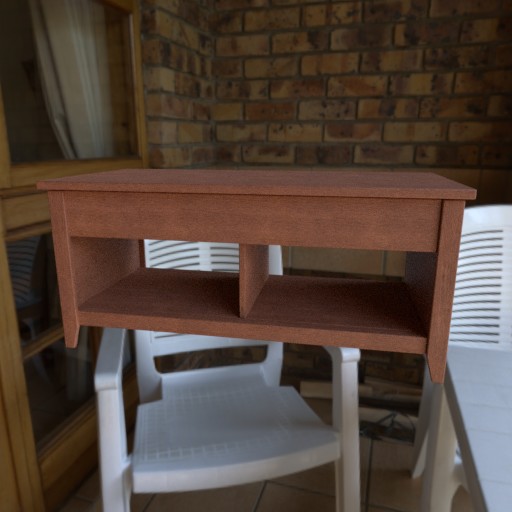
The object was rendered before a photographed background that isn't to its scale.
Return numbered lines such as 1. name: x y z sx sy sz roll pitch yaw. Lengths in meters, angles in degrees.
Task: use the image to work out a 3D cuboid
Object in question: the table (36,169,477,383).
1. table: 0.000 0.000 1.289 1.016 0.457 0.483 3 15 11
